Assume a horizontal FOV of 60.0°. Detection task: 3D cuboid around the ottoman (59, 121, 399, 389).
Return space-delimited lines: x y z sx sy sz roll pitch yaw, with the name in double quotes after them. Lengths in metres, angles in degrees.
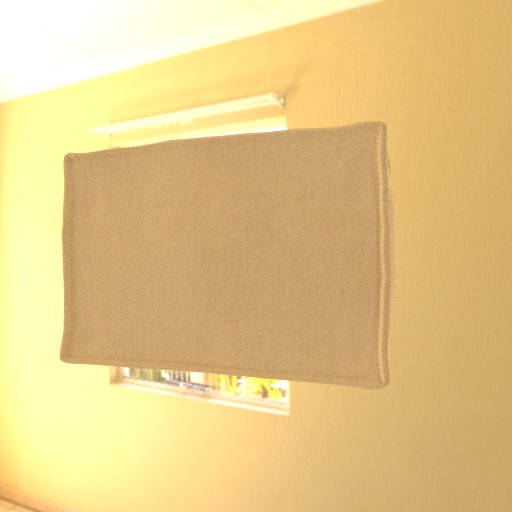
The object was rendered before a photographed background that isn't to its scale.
0.000 0.000 1.155 0.707 0.470 0.696 0 -1 17 "ottoman"
